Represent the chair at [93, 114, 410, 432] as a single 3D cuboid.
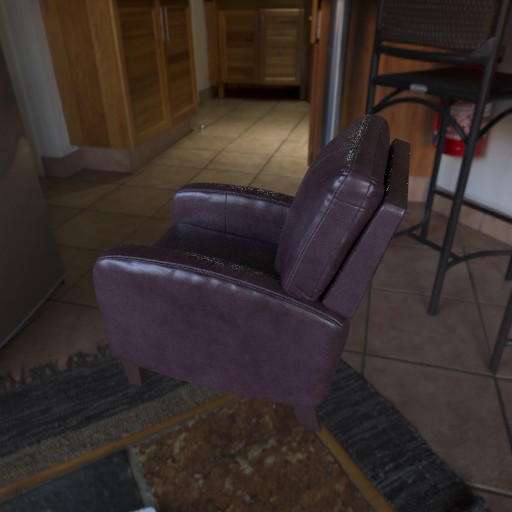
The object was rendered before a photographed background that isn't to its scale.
[{"bbox_3d":[0.000,0.000,1.699,0.990,0.990,0.762,9,32,15],"label":"chair"}]
